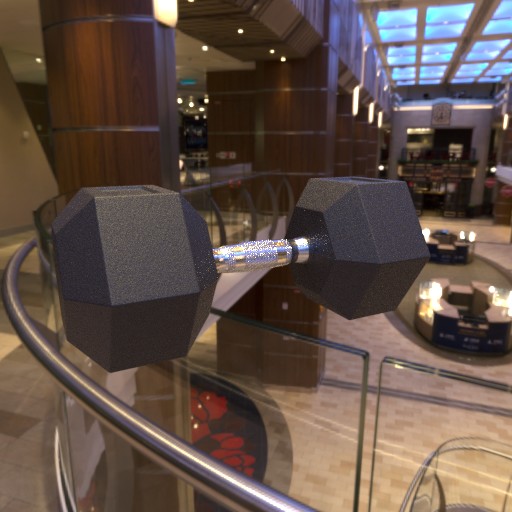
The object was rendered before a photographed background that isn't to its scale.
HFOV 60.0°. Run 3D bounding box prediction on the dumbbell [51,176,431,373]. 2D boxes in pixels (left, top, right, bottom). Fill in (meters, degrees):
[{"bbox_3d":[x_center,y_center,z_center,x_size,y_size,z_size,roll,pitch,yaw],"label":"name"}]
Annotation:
[{"bbox_3d":[0.000,0.000,0.468,0.384,0.150,0.173,-7,16,-26],"label":"dumbbell"}]
